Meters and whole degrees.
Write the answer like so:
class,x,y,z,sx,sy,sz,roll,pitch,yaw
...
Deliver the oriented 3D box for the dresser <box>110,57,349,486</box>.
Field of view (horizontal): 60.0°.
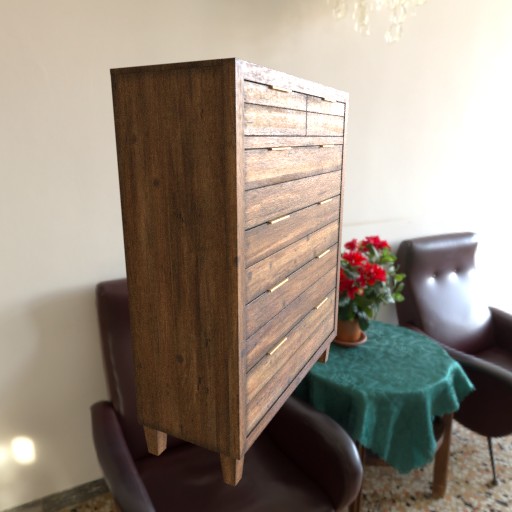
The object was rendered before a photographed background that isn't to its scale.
class,x,y,z,sx,sy,sz,roll,pitch,yaw
dresser,0.000,0.000,1.862,0.438,1.359,1.067,8,17,26
